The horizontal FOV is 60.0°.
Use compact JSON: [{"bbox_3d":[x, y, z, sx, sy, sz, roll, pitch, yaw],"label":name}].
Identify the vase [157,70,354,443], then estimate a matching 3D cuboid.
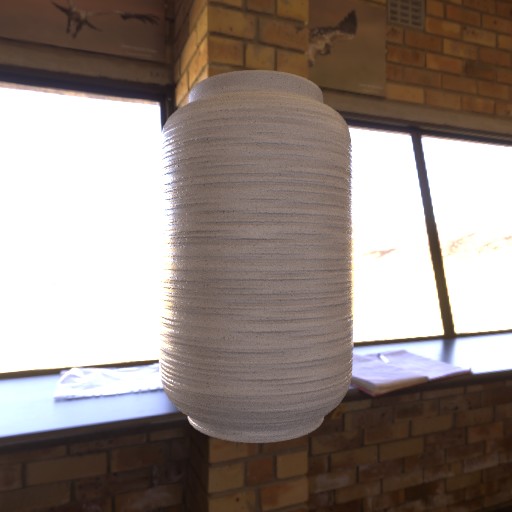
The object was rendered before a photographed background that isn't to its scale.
[{"bbox_3d":[0.000,0.000,0.466,0.202,0.335,0.202,0,0,0],"label":"vase"}]
